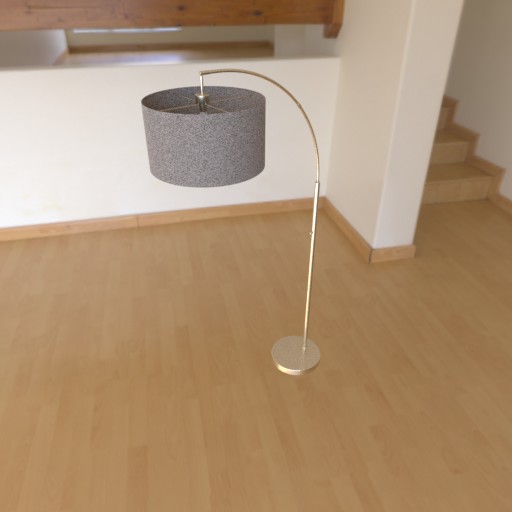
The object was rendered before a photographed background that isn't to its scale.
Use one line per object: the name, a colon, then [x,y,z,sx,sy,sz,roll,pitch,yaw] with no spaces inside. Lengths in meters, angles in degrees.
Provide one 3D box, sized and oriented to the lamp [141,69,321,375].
lamp: [0.000,0.000,2.161,0.934,1.735,0.452,-22,38,-31]
